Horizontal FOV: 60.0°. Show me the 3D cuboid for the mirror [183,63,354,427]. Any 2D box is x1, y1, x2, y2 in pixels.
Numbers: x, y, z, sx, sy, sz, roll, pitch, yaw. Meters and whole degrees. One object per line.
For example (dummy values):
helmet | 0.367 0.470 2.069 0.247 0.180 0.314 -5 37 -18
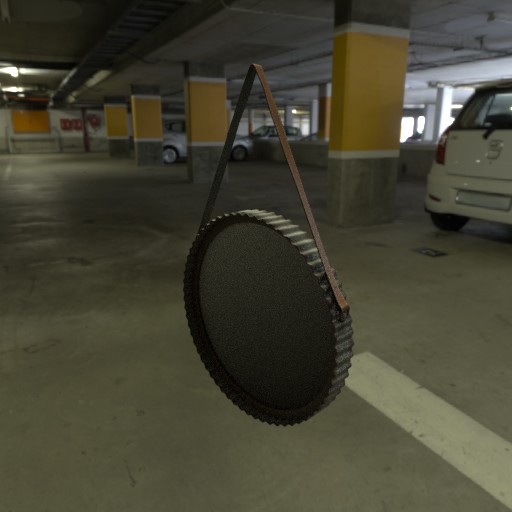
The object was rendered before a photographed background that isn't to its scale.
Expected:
mirror | 0.000 0.000 0.709 0.042 0.568 0.355 -15 22 -43
